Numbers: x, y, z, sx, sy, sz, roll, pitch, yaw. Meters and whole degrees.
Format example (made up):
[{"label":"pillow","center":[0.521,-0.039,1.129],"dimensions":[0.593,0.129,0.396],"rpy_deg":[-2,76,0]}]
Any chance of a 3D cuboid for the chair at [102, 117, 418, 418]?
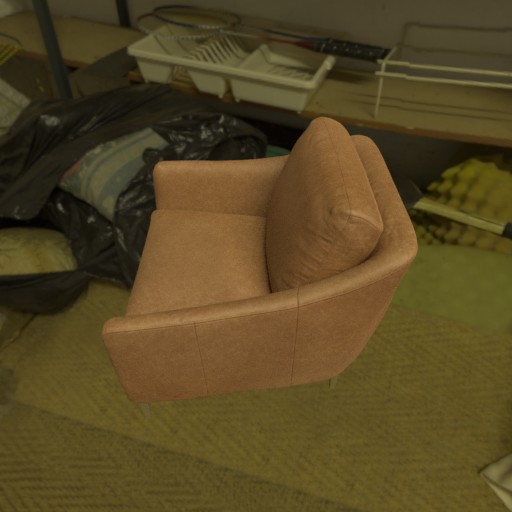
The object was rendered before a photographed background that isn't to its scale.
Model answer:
[{"label":"chair","center":[0.000,0.000,1.750],"dimensions":[0.963,0.895,0.988],"rpy_deg":[0,41,0]}]
